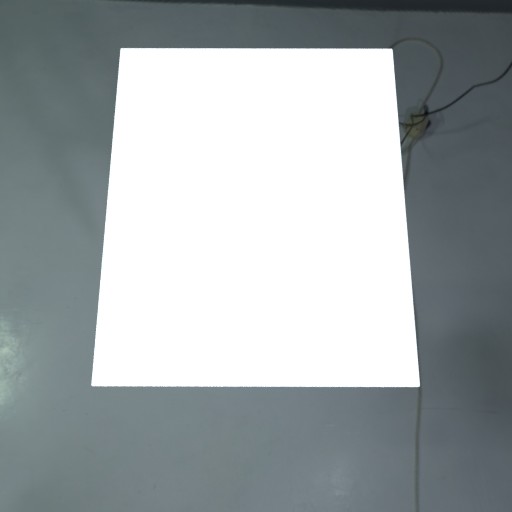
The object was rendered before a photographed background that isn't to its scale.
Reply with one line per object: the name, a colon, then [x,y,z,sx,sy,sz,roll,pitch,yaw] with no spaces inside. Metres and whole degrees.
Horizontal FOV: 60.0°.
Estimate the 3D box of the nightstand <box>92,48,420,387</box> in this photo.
nightstand: [0.000,0.000,0.899,0.402,0.623,0.479,0,76,0]
